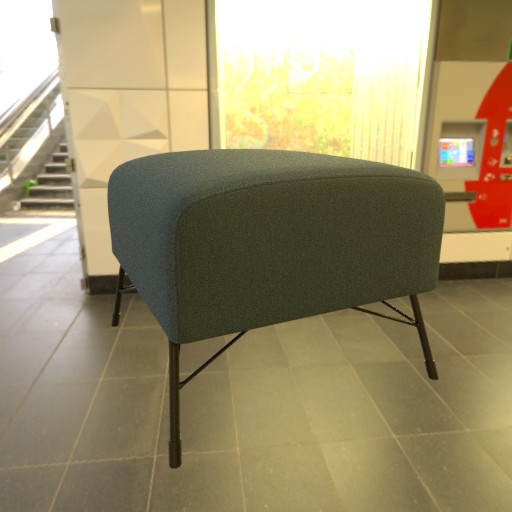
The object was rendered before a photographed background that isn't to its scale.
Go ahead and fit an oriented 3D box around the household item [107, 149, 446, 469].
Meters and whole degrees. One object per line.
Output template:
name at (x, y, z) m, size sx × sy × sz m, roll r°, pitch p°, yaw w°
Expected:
household item at (0.000, 0.000, 0.906) m, size 0.530 × 0.420 × 0.530 m, roll -8°, pitch 19°, yaw -25°
